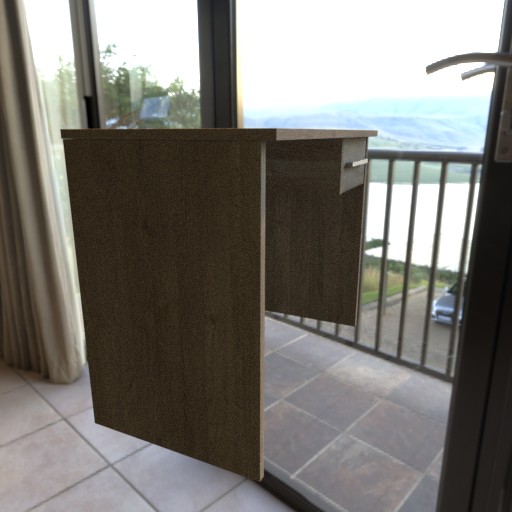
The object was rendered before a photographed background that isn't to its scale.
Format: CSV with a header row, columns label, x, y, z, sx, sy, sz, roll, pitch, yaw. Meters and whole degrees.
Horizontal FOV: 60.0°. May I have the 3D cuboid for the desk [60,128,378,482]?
label,x,y,z,sx,sy,sz,roll,pitch,yaw
desk,0.000,0.000,1.324,0.498,0.724,0.893,7,17,24
